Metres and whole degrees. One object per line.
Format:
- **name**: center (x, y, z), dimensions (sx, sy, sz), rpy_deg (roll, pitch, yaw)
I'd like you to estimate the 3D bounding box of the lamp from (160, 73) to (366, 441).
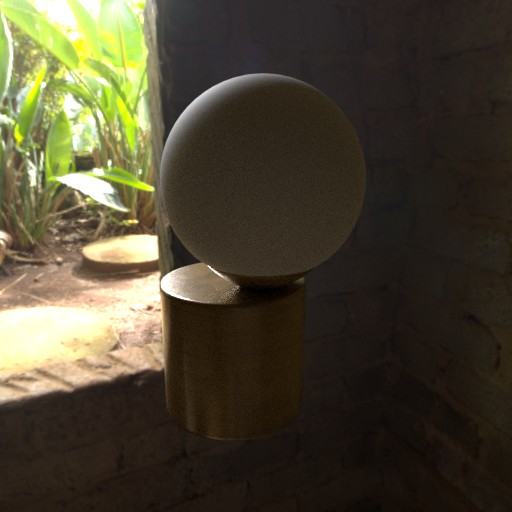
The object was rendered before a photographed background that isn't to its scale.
- **lamp**: center (0.000, 0.000, 0.329), dimensions (0.152, 0.250, 0.141), rpy_deg (8, 17, 28)
